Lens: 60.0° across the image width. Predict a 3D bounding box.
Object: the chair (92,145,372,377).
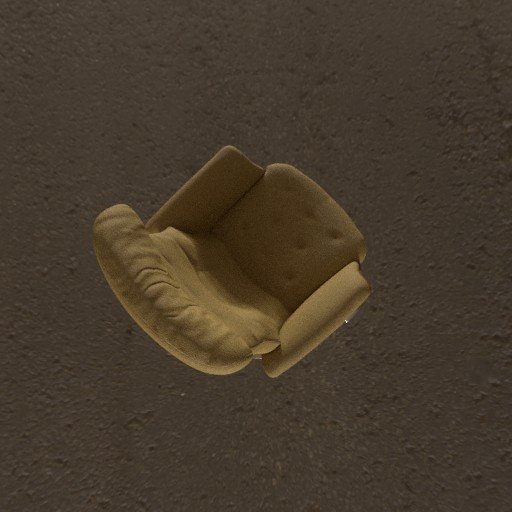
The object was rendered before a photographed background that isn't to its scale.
[{"bbox_3d":[0.000,0.000,1.599,0.837,0.995,0.785,-41,78,-10],"label":"chair"}]
